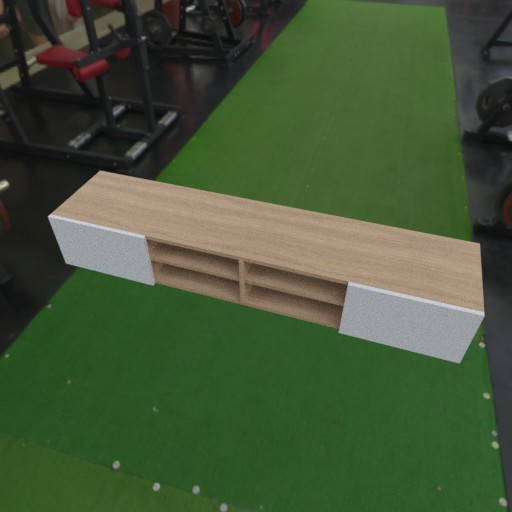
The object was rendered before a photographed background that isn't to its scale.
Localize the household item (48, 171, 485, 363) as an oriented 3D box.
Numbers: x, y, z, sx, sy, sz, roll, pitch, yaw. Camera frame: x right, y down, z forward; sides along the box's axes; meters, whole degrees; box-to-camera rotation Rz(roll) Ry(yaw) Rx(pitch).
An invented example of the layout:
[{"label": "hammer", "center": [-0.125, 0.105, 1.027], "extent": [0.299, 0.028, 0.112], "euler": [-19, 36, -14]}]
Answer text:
[{"label": "household item", "center": [0.000, 0.000, 2.042], "extent": [1.850, 0.310, 0.420], "euler": [13, 43, 14]}]
